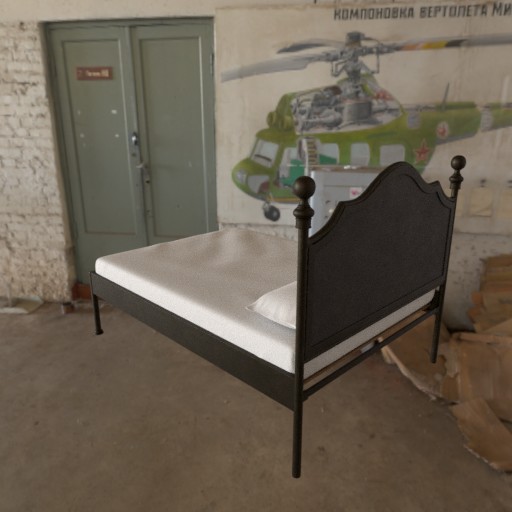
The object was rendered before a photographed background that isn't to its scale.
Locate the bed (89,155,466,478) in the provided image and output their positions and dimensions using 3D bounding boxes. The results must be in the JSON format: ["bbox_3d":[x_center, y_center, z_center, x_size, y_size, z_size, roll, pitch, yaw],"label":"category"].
[{"bbox_3d":[0.000,0.000,3.256,1.642,1.499,2.224,-16,23,-42],"label":"bed"}]
